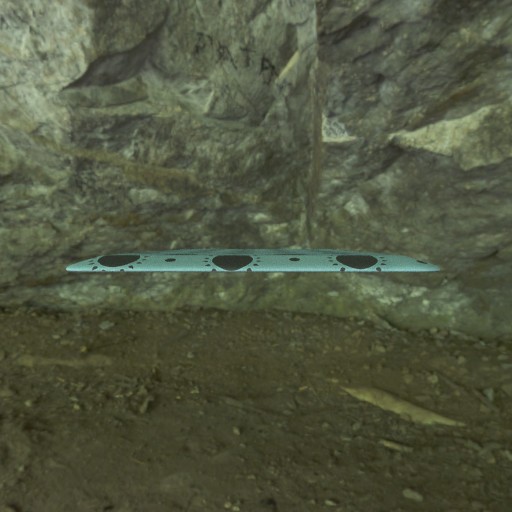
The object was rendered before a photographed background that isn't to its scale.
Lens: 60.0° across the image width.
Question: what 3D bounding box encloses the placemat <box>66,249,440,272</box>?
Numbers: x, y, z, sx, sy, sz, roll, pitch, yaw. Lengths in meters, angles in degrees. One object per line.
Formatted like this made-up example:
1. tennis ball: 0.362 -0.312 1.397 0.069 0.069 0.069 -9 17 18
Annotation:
1. placemat: 0.000 0.000 0.950 0.508 0.021 0.762 0 2 1
